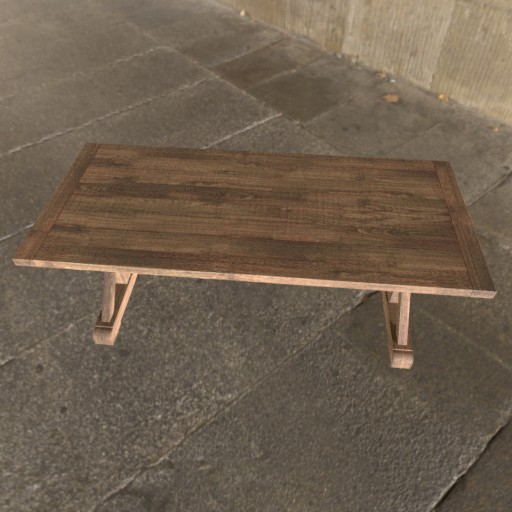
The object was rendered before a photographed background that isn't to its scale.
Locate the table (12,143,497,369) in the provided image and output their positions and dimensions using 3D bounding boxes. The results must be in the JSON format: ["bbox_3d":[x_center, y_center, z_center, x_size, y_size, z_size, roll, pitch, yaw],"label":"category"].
[{"bbox_3d":[0.000,0.000,2.422,2.031,0.733,0.907,4,47,4],"label":"table"}]
